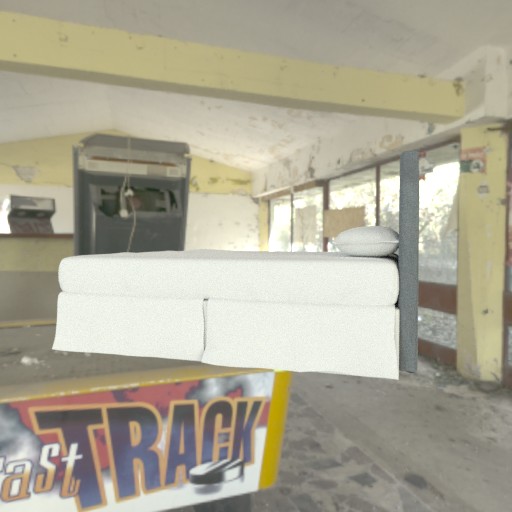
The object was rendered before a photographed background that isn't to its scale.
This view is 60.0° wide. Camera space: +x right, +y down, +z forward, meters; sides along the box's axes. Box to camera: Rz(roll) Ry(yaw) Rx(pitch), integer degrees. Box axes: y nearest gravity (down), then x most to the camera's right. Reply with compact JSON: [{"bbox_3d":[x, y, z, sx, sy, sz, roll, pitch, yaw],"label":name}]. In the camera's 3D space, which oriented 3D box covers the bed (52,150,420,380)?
[{"bbox_3d":[0.000,0.000,3.654,2.464,1.306,1.977,1,2,18],"label":"bed"}]
